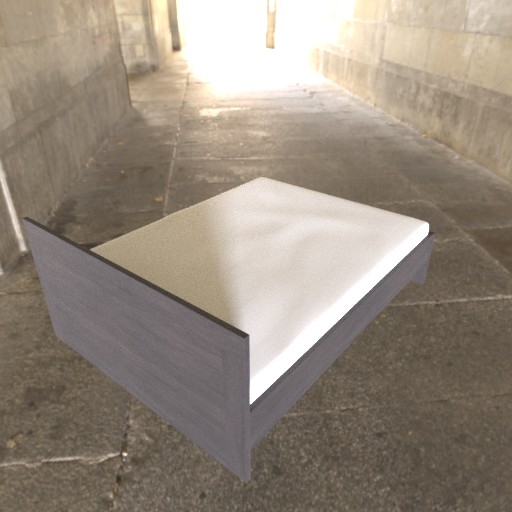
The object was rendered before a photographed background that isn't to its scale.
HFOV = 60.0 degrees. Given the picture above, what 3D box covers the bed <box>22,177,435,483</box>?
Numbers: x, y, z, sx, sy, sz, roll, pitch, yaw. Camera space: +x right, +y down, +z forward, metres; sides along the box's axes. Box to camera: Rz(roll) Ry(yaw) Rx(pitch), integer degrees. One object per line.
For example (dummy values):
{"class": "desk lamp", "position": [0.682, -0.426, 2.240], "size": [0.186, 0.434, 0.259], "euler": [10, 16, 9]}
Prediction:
{"class": "bed", "position": [0.000, 0.000, 2.872], "size": [1.585, 0.823, 2.073], "euler": [22, 36, 33]}
